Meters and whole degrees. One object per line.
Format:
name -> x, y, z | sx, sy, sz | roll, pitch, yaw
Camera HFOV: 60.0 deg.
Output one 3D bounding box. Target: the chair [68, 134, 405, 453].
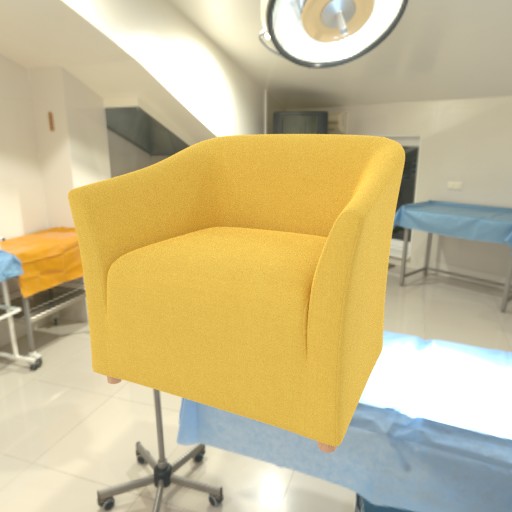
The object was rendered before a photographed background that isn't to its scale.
chair -> 0.000, 0.000, 1.355 | 0.790, 0.720, 0.700 | 7, 17, 25
